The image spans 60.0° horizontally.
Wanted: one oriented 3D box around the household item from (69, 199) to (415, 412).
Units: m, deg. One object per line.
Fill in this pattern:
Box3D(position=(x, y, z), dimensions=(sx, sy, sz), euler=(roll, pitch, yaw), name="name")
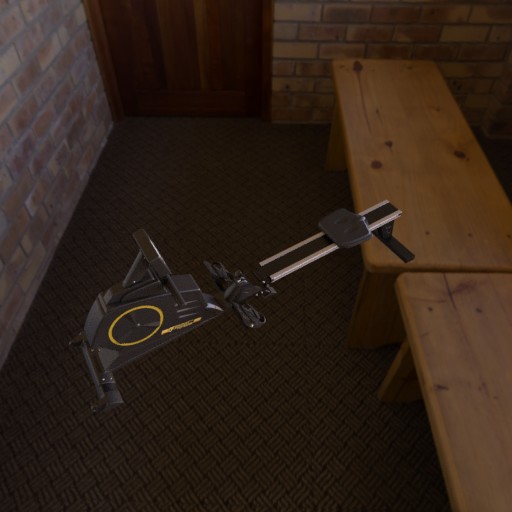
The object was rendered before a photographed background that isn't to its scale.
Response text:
Box3D(position=(0.000, 0.000, 2.576), dimensions=(2.251, 0.810, 0.521), euler=(-23, 51, -20), name="household item")
